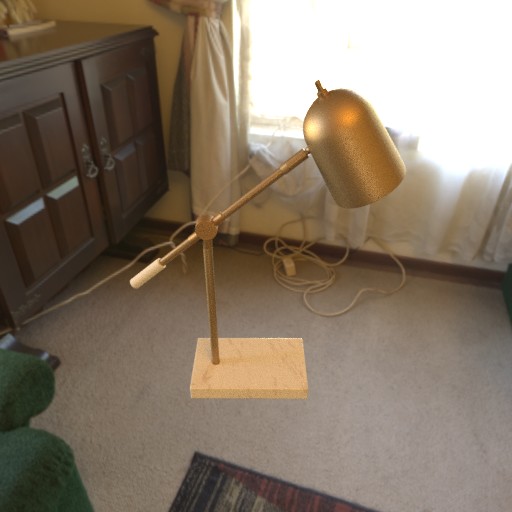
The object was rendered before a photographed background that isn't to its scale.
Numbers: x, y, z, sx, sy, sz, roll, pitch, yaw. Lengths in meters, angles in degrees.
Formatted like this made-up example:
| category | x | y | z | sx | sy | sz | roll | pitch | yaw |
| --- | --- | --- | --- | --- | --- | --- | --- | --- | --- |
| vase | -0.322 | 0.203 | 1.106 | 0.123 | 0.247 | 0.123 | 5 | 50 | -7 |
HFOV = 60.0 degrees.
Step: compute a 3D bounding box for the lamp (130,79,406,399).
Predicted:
| category | x | y | z | sx | sy | sz | roll | pitch | yaw |
| --- | --- | --- | --- | --- | --- | --- | --- | --- | --- |
| lamp | 0.000 | 0.000 | 0.799 | 0.471 | 0.603 | 0.144 | 0 | 33 | 0 |
